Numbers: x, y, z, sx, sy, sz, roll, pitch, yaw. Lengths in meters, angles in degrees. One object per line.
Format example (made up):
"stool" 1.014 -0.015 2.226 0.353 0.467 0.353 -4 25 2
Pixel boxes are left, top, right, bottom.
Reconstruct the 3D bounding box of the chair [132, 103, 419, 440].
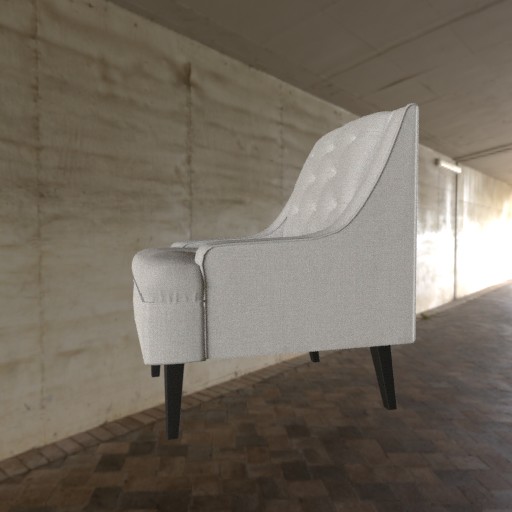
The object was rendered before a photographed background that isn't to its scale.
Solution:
"chair" 0.000 0.000 1.443 0.772 0.891 0.658 -1 2 -17
